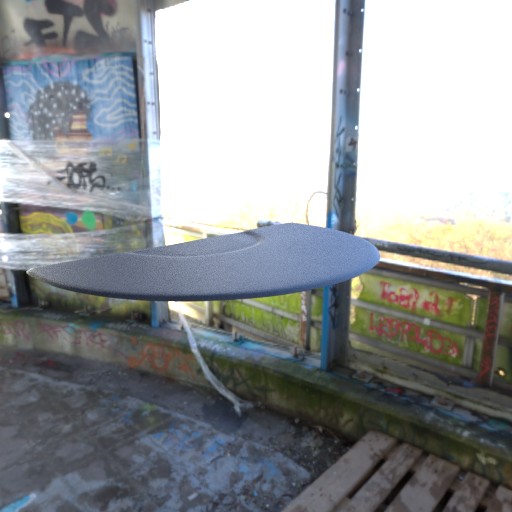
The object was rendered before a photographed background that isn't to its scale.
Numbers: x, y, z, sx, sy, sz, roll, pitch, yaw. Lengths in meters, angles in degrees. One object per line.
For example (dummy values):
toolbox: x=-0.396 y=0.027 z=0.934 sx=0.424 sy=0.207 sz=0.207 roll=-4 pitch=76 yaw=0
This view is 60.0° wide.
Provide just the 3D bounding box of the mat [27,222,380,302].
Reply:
mat: x=0.000 y=0.000 z=1.847 sx=0.917 sy=0.016 sz=1.525 roll=13 pitch=19 yaw=43
